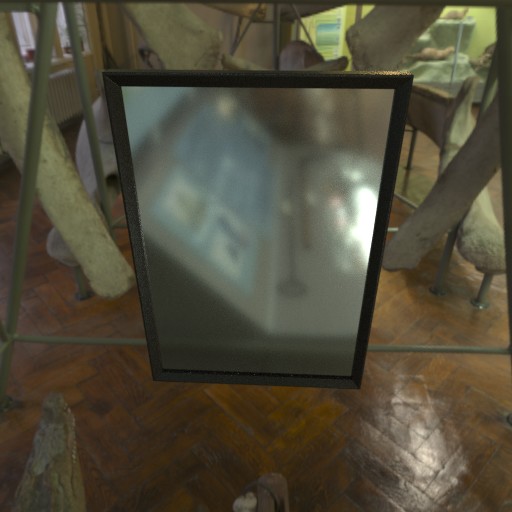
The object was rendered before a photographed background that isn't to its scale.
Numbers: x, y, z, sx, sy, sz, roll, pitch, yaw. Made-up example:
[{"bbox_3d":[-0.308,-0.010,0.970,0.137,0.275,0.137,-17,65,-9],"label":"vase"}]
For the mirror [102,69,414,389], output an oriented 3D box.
[{"bbox_3d":[0.000,0.000,0.915,0.507,0.710,0.039,2,31,3],"label":"mirror"}]
